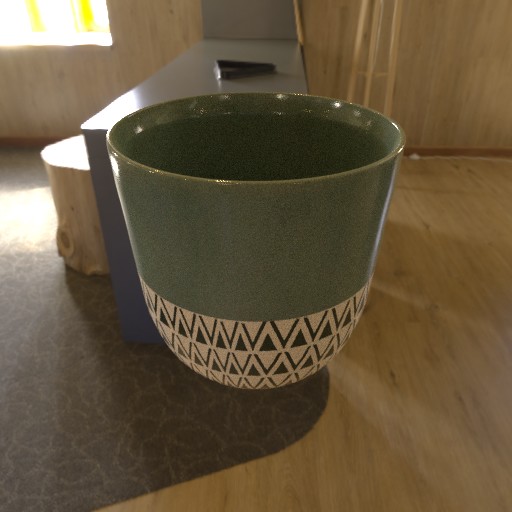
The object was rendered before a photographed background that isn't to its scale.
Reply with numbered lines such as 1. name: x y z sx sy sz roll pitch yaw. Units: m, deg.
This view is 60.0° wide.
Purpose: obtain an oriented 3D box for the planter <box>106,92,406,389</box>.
1. planter: 0.000 0.000 0.362 0.198 0.214 0.198 0 33 0
